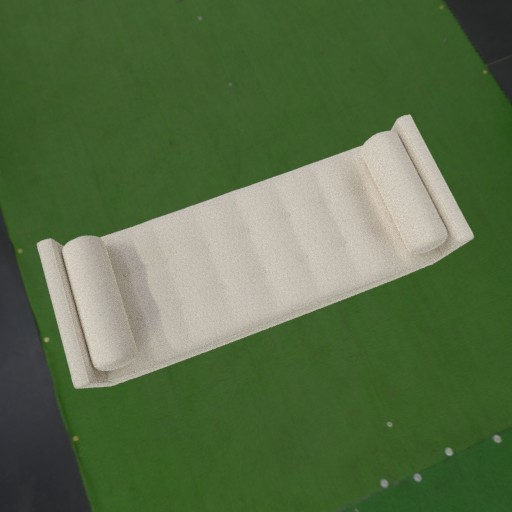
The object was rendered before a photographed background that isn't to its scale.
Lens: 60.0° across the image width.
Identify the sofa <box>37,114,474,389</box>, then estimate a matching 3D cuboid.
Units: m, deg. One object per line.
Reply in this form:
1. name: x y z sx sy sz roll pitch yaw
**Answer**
1. sofa: 0.000 0.000 2.403 1.985 0.641 0.746 -20 76 -5
